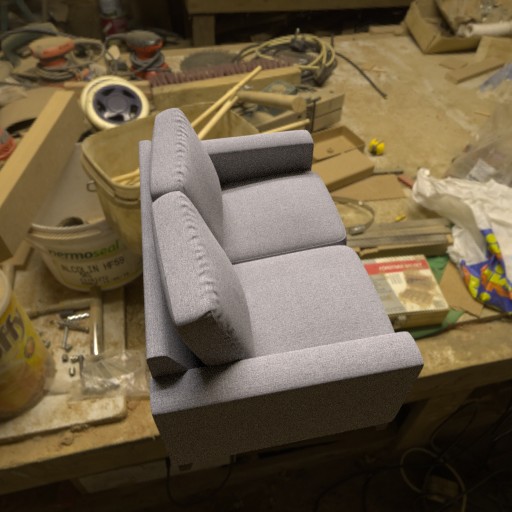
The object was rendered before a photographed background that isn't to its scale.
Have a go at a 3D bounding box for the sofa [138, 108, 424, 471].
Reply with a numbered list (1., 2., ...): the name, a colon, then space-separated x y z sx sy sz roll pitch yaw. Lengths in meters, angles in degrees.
1. sofa: 0.000 0.000 1.953 0.917 0.873 1.420 -8 48 -8
